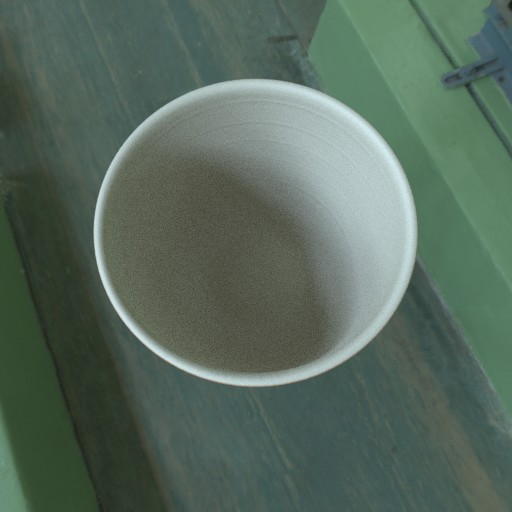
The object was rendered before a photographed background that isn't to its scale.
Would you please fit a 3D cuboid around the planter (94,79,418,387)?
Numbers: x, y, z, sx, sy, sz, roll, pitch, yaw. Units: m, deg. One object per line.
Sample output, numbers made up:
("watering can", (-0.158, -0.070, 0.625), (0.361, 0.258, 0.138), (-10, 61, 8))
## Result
("planter", (0.000, 0.000, 0.374), (0.208, 0.190, 0.208), (0, 75, 0))
